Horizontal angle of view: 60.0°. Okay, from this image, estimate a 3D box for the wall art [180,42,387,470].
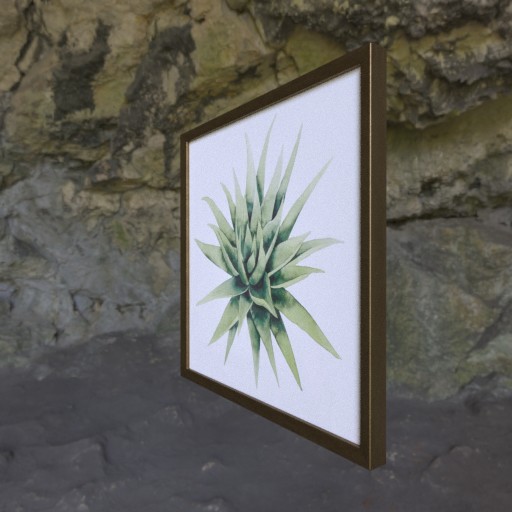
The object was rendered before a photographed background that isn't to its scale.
[{"bbox_3d":[0.000,0.000,0.735,0.030,0.506,0.503,0,0,-36],"label":"wall art"}]
